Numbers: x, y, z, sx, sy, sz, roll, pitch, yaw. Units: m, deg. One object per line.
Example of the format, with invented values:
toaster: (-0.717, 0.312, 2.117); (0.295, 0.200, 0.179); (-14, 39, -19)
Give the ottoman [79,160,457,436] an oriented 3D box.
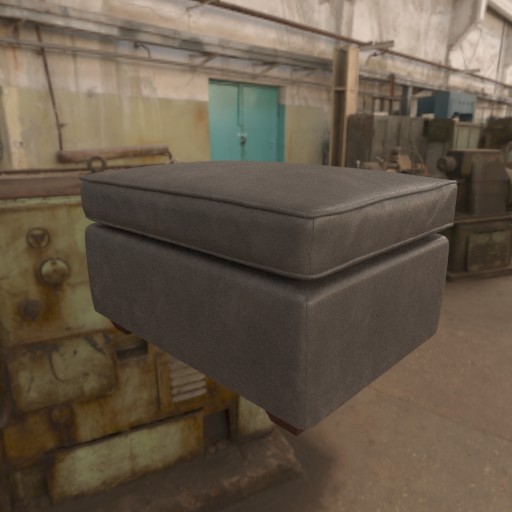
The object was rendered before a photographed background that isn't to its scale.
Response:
ottoman: (0.000, 0.000, 1.096); (0.756, 0.445, 0.554); (15, 22, 42)
